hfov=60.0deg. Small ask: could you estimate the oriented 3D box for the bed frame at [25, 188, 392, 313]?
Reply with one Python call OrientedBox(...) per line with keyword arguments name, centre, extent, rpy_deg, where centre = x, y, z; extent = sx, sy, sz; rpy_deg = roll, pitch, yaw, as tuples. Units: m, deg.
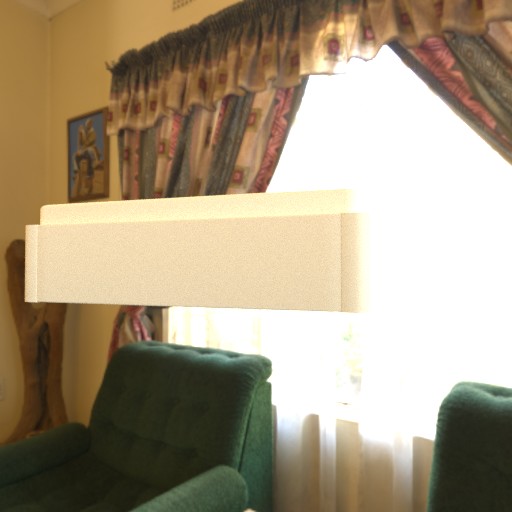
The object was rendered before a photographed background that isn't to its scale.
OrientedBox(name="bed frame", centre=(0.000, 0.000, 2.497), extent=(1.400, 0.406, 1.900), rpy_deg=(0, -1, 19))
